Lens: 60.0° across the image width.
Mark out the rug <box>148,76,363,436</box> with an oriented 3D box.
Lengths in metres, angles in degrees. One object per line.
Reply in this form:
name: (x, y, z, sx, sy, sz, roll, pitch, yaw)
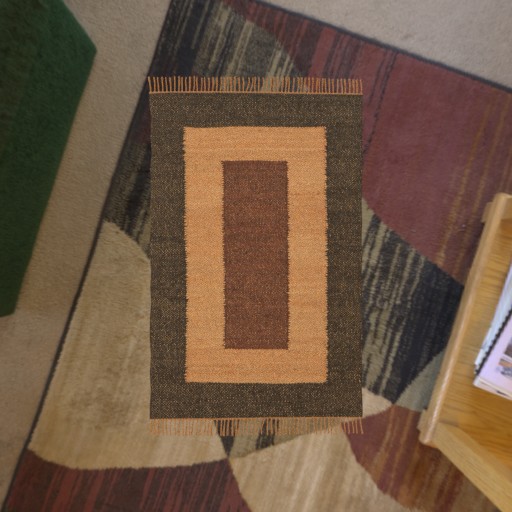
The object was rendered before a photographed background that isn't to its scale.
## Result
rug: (0.000, 0.000, 1.894, 0.920, 0.013, 1.541, 0, 90, -1)
